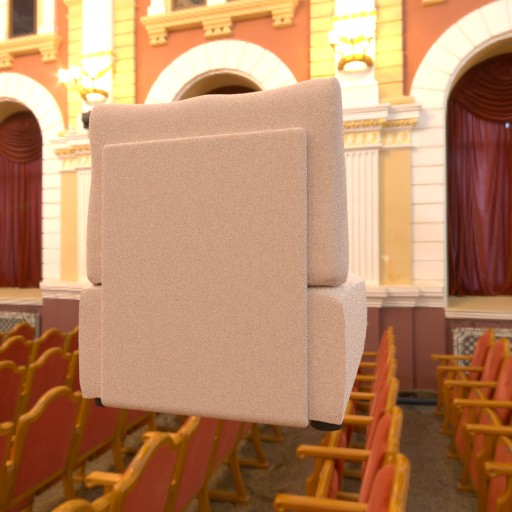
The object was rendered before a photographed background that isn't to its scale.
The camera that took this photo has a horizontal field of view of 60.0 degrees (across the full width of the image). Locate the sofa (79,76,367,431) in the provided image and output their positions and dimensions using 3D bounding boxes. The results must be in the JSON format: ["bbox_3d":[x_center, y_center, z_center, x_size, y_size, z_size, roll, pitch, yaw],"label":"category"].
[{"bbox_3d":[0.000,0.000,1.536,0.700,0.820,1.000,0,-1,17],"label":"sofa"}]
